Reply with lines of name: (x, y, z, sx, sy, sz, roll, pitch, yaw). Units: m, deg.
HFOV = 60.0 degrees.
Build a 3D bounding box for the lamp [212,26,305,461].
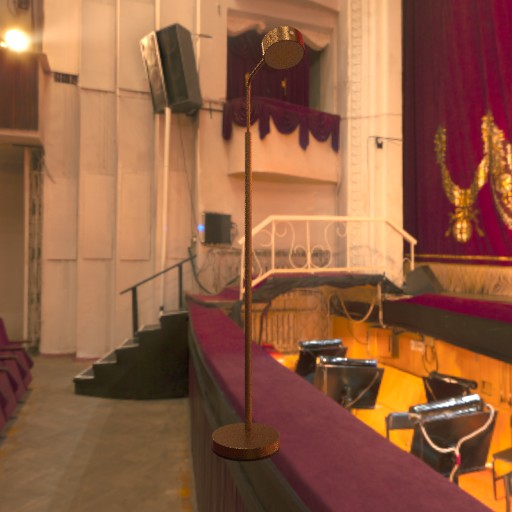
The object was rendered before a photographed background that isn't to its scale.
lamp: (0.000, 0.000, 1.353, 0.219, 1.230, 0.418, 0, -1, -19)
